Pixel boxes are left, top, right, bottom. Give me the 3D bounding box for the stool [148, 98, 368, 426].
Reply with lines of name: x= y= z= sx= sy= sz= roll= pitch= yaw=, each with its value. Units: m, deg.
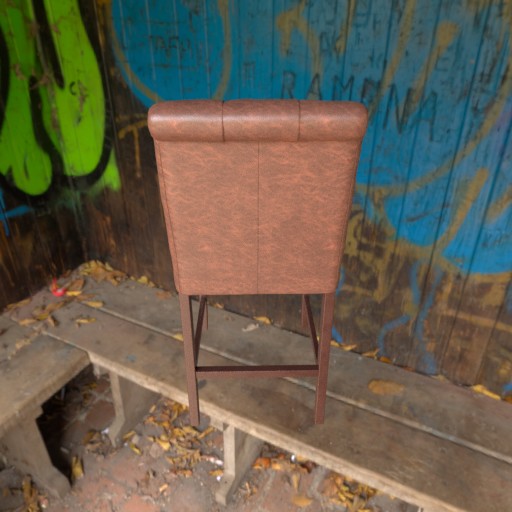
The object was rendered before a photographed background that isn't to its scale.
stool: x=0.000 y=0.000 z=1.441 sx=0.486 sy=1.084 sz=0.660 roll=-1 pitch=30 yaw=-1
